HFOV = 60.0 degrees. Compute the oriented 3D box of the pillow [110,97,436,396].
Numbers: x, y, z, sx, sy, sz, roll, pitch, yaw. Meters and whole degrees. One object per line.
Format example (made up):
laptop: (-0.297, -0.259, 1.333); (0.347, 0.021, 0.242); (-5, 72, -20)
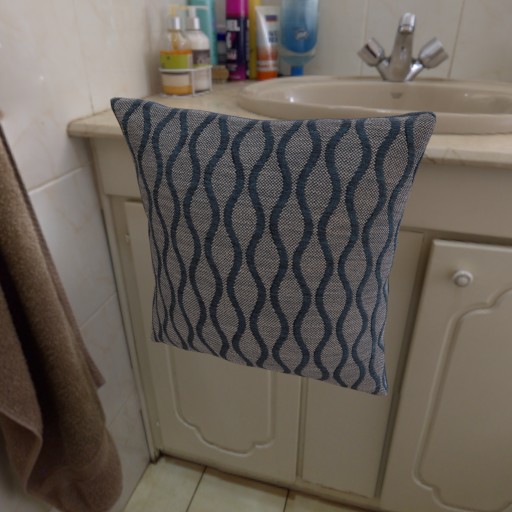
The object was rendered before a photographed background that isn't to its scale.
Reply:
pillow: (0.000, 0.000, 0.657); (0.435, 0.435, 0.159); (9, 30, 16)
